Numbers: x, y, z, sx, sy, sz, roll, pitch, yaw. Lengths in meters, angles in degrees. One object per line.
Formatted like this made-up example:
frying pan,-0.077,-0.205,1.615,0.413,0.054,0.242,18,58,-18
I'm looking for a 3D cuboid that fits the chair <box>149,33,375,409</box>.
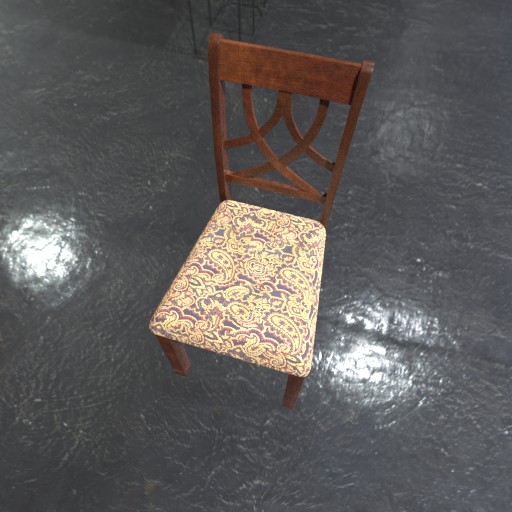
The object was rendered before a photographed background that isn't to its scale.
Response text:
chair,0.000,0.000,1.288,0.457,0.965,0.584,14,60,9
